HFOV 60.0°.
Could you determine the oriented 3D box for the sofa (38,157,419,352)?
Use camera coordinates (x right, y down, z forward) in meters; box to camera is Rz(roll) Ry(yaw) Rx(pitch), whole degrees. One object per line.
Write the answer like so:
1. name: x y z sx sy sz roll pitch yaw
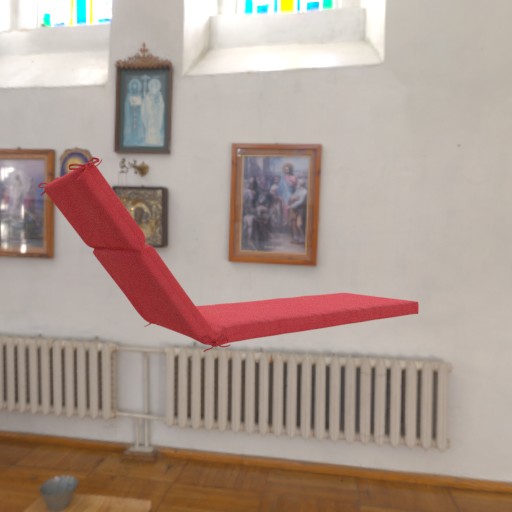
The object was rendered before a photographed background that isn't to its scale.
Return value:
1. sofa: 0.000 0.000 1.949 1.663 0.622 0.582 -1 2 -35
